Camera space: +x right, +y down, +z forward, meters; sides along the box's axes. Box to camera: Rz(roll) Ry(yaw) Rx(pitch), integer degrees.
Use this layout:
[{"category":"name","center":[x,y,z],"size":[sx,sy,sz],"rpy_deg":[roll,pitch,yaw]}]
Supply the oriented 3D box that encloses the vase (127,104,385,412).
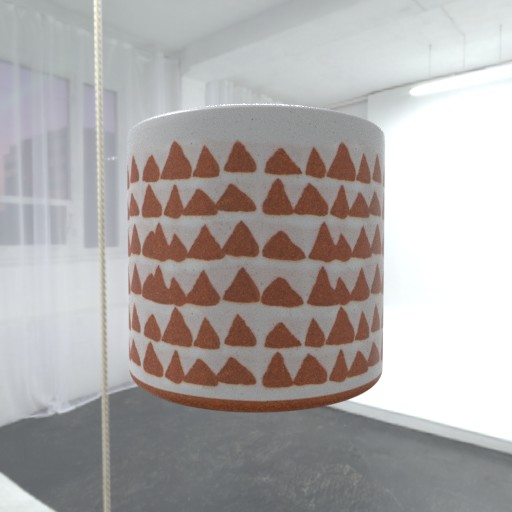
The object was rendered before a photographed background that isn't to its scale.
[{"category":"vase","center":[0.000,0.000,0.247],"size":[0.137,0.127,0.137],"rpy_deg":[0,2,0]}]
